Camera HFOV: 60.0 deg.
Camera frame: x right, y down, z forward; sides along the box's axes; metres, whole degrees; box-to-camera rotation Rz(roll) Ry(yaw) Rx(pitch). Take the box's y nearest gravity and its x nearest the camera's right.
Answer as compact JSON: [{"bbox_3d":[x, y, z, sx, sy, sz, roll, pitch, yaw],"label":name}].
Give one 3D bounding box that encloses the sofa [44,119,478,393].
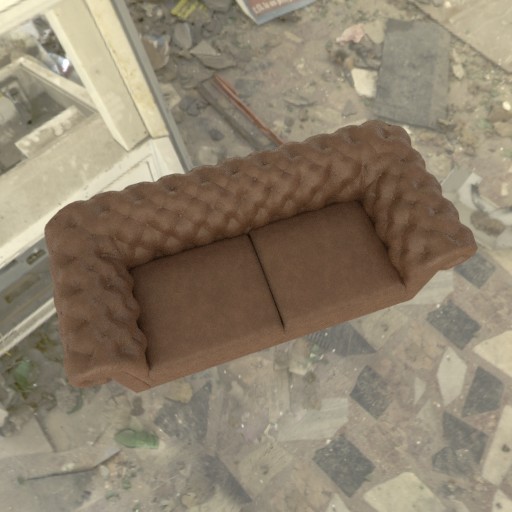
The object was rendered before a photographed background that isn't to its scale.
[{"bbox_3d":[0.000,0.000,2.497,2.048,0.784,0.955,-17,65,-8],"label":"sofa"}]
